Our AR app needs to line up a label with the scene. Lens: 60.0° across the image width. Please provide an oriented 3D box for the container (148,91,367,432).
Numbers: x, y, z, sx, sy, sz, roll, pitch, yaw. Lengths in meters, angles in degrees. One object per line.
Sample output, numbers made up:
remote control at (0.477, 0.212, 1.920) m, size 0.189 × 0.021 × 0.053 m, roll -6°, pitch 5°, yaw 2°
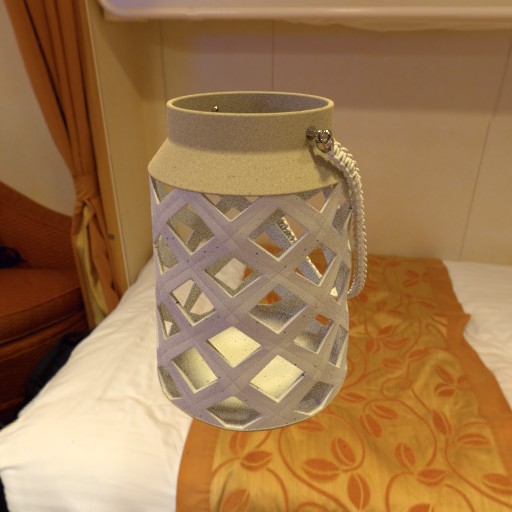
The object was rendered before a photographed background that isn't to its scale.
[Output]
container at (0.000, 0.000, 0.395) m, size 0.198 × 0.264 × 0.188 m, roll -18°, pitch 32°, yaw -32°
